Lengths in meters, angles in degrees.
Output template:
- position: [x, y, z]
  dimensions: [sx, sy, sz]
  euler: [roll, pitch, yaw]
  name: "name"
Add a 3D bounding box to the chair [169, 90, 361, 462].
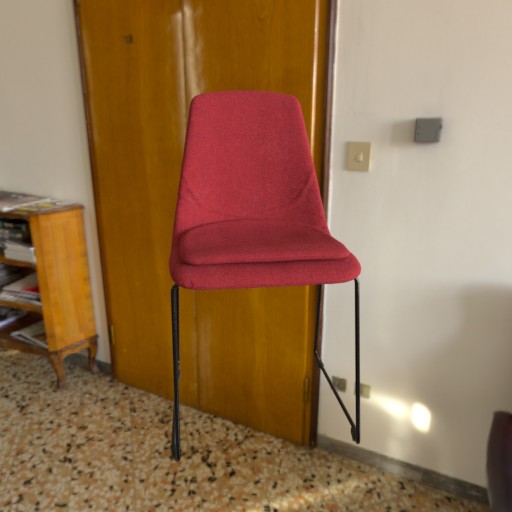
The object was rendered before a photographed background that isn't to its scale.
- position: [0.000, 0.000, 1.176]
  dimensions: [0.479, 0.858, 0.518]
  euler: [-2, 17, -8]
  name: "chair"
